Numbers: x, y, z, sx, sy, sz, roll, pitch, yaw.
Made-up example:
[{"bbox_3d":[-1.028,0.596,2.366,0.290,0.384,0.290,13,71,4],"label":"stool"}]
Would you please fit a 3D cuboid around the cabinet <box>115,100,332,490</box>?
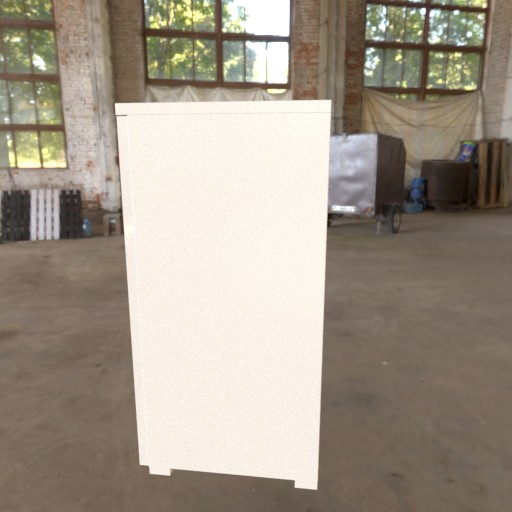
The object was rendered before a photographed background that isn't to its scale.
[{"bbox_3d":[0.000,0.000,1.375,0.400,0.800,1.000,2,13,7],"label":"cabinet"}]
